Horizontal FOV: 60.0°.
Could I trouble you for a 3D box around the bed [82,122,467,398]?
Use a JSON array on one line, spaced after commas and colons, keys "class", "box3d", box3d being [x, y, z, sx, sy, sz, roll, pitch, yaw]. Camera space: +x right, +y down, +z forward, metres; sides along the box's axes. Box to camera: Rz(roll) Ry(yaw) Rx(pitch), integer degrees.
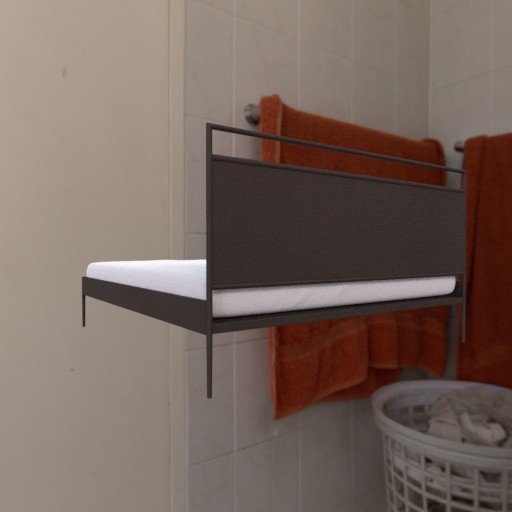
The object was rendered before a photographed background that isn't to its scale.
[{"class": "bed", "box3d": [0.000, 0.000, 3.325, 1.993, 1.173, 2.151, -1, 1, -35]}]
